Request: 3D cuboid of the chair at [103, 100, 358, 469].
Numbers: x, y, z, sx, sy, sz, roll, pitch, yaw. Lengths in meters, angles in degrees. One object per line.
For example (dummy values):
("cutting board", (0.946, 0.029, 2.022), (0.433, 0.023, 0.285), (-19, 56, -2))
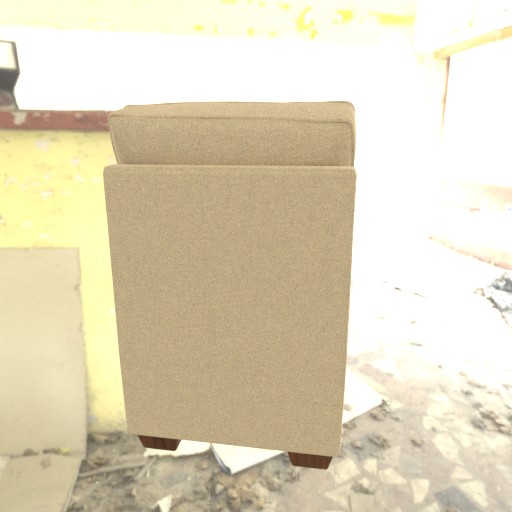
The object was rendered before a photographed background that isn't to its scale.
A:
("chair", (0.000, 0.000, 1.542), (0.621, 0.970, 0.938), (2, 15, 9))
